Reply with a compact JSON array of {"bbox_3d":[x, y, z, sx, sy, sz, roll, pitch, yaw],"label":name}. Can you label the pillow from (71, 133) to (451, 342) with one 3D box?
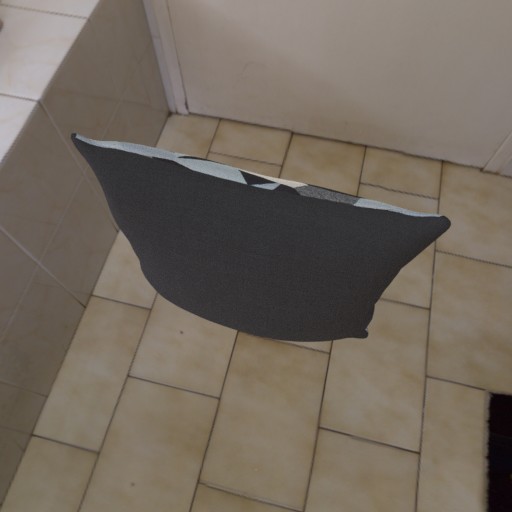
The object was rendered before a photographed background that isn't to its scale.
[{"bbox_3d":[0.000,0.000,0.766,0.503,0.496,0.208,15,65,7],"label":"pillow"}]
